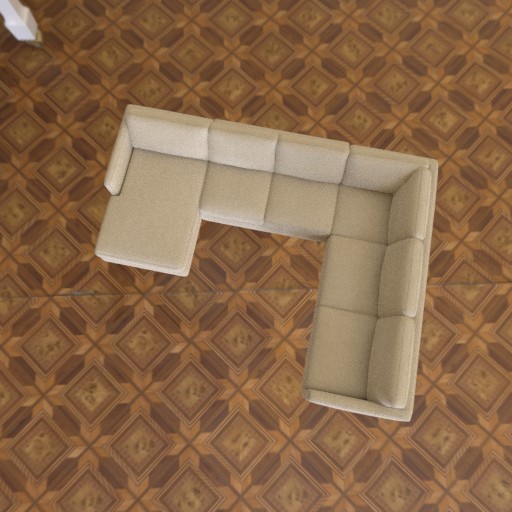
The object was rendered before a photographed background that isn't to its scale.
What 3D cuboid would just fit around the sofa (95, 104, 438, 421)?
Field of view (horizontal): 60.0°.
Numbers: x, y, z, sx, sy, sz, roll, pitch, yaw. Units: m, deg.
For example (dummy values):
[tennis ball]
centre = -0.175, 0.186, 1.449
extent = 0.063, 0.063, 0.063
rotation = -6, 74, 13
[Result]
[sofa]
centre = 0.000, 0.000, 4.435
extent = 3.238, 0.853, 2.551
rotation = 11, 76, 3
